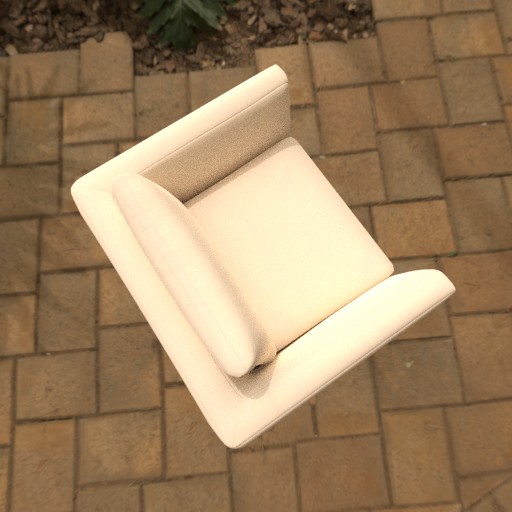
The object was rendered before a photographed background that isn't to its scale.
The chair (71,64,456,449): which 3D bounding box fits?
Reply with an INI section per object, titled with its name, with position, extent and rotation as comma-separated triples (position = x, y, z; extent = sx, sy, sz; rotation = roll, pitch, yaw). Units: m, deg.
[chair]
position = 0.000, 0.000, 1.712
extent = 0.889, 0.865, 1.041
rotation = -33, 78, -8
